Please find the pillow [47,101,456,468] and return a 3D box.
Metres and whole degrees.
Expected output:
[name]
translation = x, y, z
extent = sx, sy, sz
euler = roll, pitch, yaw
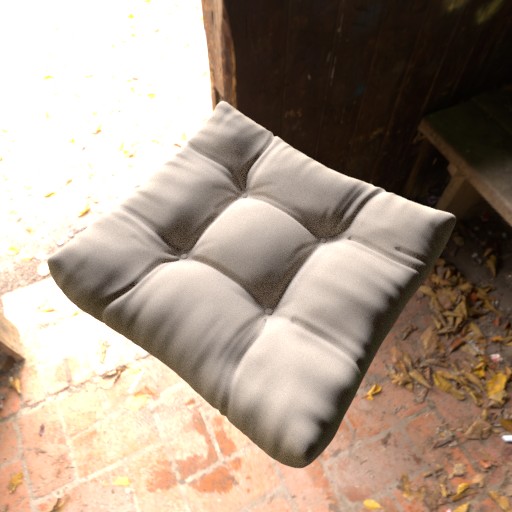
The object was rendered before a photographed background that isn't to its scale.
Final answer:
[pillow]
translation = 0.000, 0.000, 0.725
extent = 0.490, 0.128, 0.468
euler = 31, 63, 18
